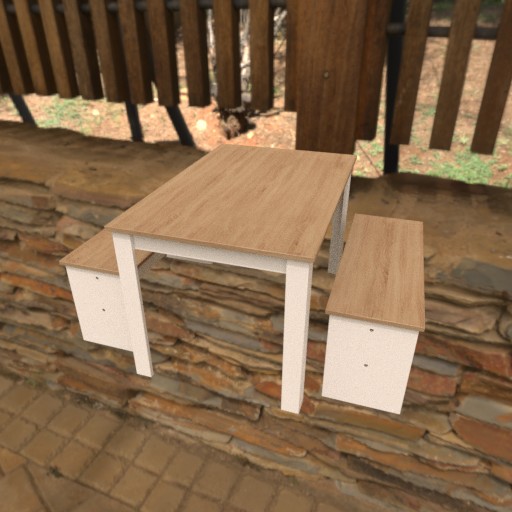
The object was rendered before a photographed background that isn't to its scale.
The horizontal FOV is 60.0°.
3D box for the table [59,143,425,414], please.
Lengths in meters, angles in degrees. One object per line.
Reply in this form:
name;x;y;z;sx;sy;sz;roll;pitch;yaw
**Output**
table;0.000;0.000;2.048;1.443;0.700;1.100;9;31;15
